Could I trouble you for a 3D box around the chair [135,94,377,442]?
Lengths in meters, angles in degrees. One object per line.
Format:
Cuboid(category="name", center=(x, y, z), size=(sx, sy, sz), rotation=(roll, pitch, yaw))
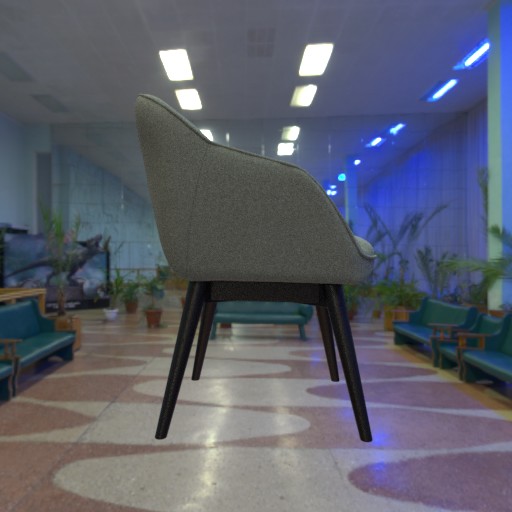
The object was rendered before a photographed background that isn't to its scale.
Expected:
Cuboid(category="chair", center=(0.000, 0.000, 1.215), size=(0.611, 0.810, 0.589), rotation=(0, 0, 2))
